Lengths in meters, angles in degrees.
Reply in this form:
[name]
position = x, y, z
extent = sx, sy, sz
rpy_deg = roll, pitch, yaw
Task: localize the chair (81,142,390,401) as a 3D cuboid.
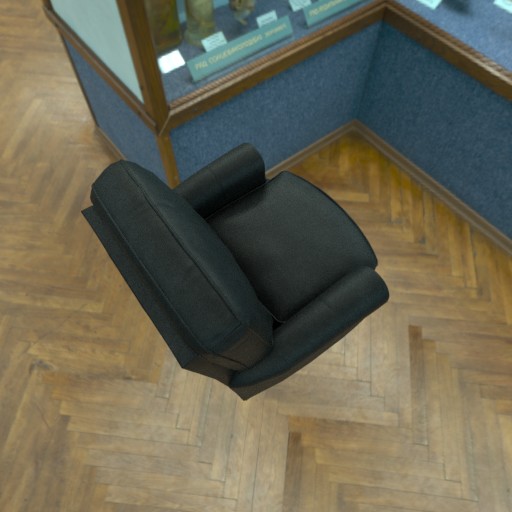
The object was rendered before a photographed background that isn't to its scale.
[chair]
position = 0.000, 0.000, 1.796
extent = 0.986, 1.018, 0.936
rpy_deg = -32, 65, -17
